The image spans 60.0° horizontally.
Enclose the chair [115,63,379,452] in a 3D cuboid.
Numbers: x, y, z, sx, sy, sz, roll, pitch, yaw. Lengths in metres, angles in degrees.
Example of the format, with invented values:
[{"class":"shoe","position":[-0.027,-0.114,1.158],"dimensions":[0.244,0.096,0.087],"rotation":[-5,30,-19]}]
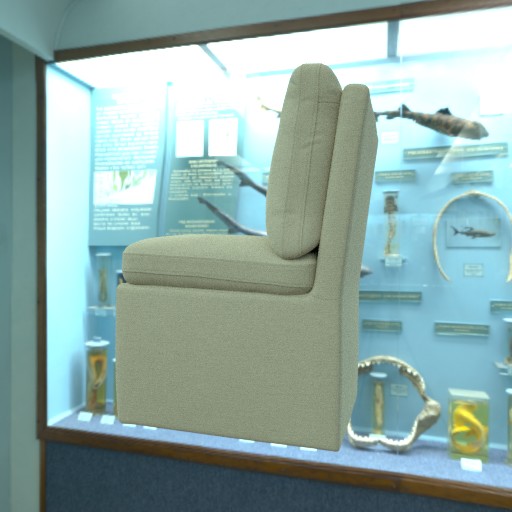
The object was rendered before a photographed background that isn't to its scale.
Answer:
[{"class":"chair","position":[0.000,0.000,1.337],"dimensions":[0.698,0.927,0.503],"rotation":[0,0,18]}]
